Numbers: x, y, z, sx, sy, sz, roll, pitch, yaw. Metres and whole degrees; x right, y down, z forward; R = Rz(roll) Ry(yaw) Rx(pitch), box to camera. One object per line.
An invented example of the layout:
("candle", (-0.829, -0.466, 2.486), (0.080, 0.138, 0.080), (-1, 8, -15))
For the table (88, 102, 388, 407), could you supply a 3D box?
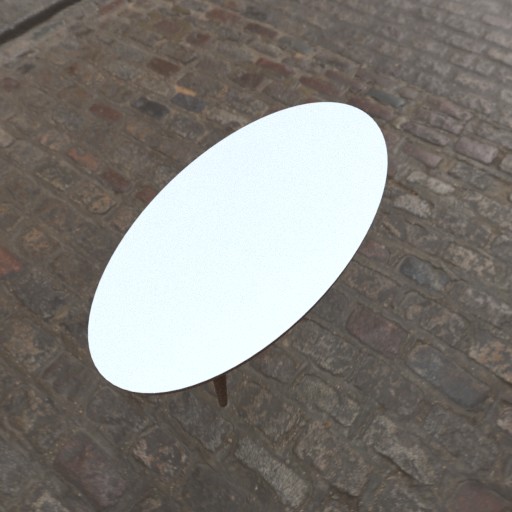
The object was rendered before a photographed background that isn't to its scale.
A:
("table", (0.000, 0.000, 1.351), (0.542, 0.390, 1.083), (32, 64, 18))
